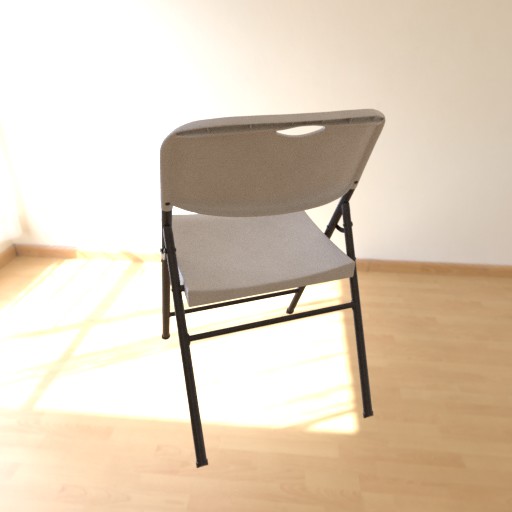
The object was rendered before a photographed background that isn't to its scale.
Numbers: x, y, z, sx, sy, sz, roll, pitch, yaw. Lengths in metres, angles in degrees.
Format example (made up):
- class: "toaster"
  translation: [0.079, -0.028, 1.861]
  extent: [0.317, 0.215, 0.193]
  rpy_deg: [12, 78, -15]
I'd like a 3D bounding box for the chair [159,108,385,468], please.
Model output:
- class: "chair"
  translation: [0.000, 0.000, 1.179]
  extent: [0.494, 0.810, 0.566]
  rpy_deg: [-9, 28, -17]
